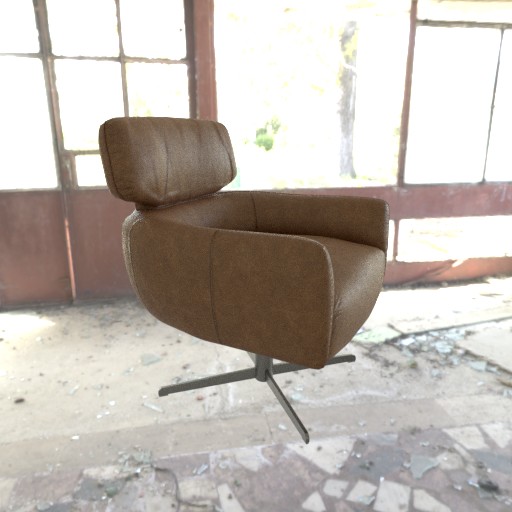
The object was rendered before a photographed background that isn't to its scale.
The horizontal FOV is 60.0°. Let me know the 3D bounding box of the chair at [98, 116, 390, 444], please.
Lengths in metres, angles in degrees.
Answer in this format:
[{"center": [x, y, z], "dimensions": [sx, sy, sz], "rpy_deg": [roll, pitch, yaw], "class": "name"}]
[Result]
[{"center": [0.000, 0.000, 1.338], "dimensions": [0.715, 0.812, 0.706], "rpy_deg": [8, 18, 25], "class": "chair"}]
